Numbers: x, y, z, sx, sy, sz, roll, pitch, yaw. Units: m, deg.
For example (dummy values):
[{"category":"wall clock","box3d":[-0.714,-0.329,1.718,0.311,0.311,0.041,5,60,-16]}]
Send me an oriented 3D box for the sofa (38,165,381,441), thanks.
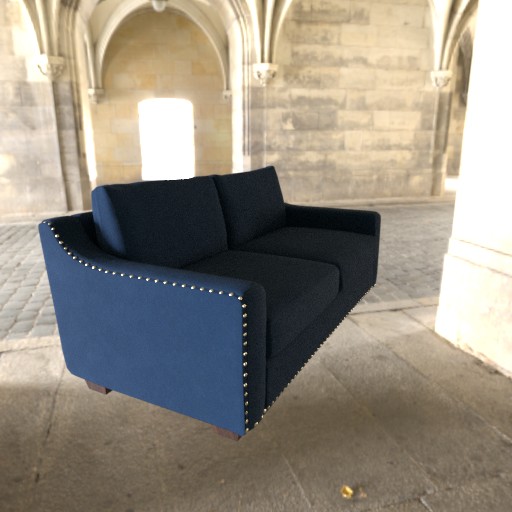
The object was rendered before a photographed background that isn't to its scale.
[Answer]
[{"category":"sofa","box3d":[0.000,0.000,2.710,1.104,0.983,2.107,8,17,27]}]
